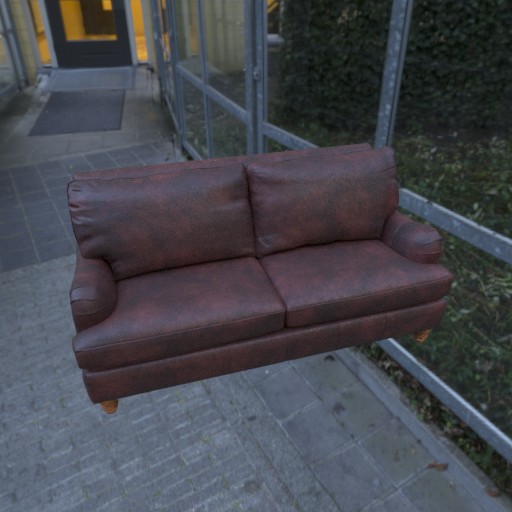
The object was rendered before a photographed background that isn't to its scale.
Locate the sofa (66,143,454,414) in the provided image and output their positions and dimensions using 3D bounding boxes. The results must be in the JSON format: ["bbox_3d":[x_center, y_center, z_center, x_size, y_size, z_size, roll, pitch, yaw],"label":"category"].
[{"bbox_3d":[0.000,0.000,2.766,2.144,1.071,1.147,-9,33,-14],"label":"sofa"}]
